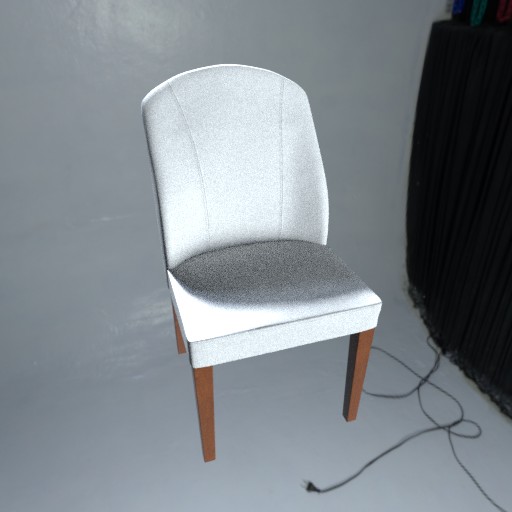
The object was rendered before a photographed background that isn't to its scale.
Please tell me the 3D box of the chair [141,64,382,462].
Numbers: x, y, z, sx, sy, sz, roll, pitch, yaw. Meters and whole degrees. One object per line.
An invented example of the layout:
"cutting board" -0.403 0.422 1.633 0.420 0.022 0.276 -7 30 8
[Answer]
"chair" 0.000 0.000 1.187 0.472 0.893 0.540 -9 31 -16
